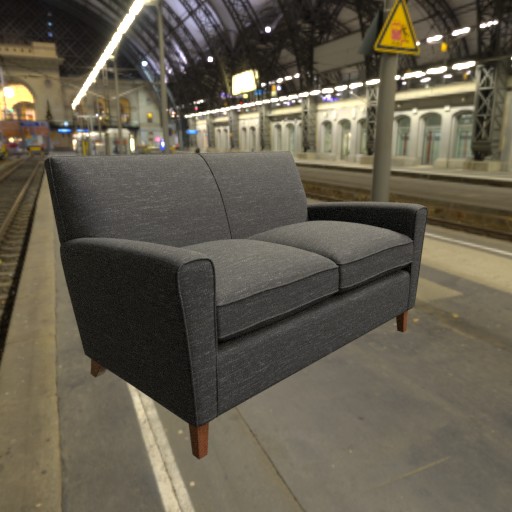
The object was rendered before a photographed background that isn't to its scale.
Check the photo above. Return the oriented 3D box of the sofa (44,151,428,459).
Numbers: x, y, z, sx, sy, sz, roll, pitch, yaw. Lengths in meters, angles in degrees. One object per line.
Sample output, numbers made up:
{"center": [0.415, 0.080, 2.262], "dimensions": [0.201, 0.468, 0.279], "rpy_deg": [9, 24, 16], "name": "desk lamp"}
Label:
{"center": [0.000, 0.000, 1.899], "dimensions": [0.875, 0.846, 1.420], "rpy_deg": [14, 20, 43], "name": "sofa"}
